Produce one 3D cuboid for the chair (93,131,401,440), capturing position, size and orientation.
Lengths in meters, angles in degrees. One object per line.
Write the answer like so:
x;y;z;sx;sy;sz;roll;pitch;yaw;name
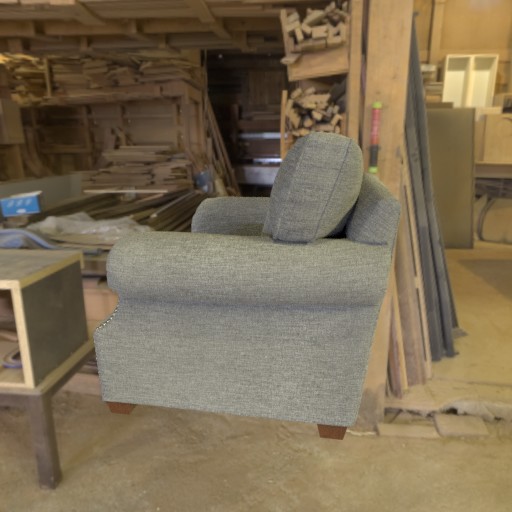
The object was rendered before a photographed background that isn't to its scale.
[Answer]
0.000;0.000;1.785;0.965;0.961;1.092;3;15;10;chair
